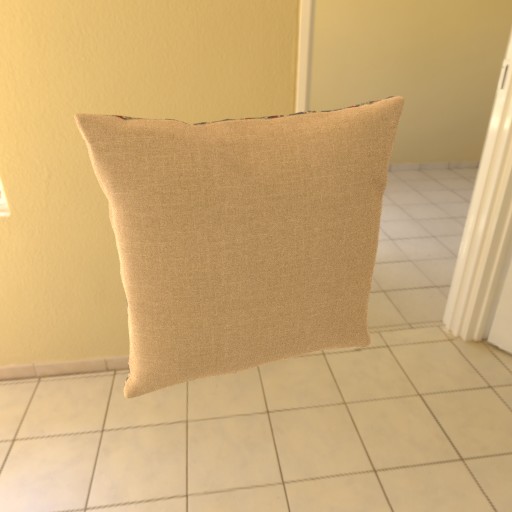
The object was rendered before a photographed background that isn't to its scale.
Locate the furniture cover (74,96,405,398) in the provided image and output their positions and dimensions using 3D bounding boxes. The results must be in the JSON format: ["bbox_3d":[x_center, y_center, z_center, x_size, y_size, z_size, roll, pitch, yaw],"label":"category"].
[{"bbox_3d":[0.000,0.000,0.653,0.431,0.431,0.139,-8,28,-16],"label":"furniture cover"}]
